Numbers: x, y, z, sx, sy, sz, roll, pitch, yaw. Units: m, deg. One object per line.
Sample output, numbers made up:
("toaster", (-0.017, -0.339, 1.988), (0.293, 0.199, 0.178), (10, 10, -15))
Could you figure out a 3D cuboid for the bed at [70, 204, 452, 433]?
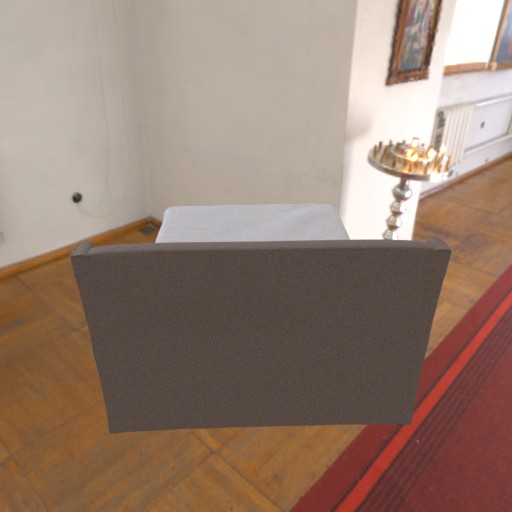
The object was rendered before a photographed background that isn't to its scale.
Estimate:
("bed", (0.000, 0.000, 3.479), (1.925, 1.332, 2.276), (-1, 29, -2))
